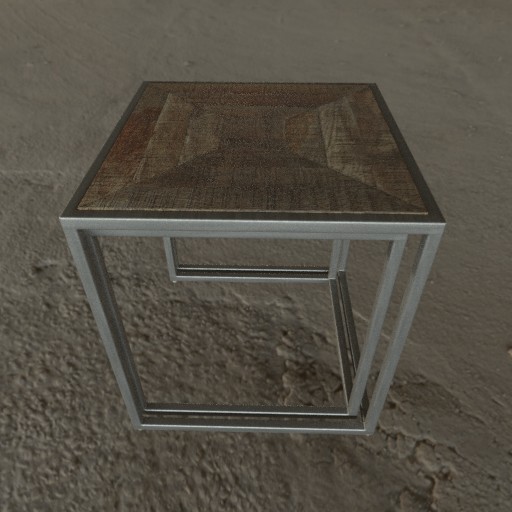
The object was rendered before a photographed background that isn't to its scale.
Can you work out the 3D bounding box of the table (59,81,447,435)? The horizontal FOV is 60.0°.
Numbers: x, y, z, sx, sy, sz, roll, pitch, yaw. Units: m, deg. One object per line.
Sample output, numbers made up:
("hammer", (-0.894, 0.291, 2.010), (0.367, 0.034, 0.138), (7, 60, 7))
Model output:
("table", (0.000, 0.000, 0.842), (0.449, 0.500, 0.450), (1, 41, 1))
